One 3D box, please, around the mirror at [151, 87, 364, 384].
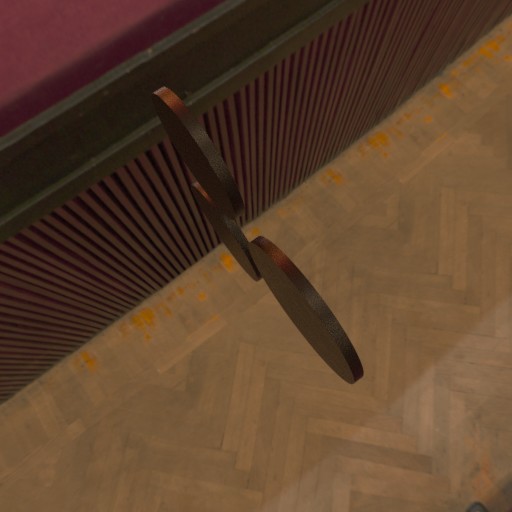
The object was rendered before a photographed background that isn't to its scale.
[{"bbox_3d":[0.000,0.000,3.272,0.076,2.096,2.160,-35,79,-8],"label":"mirror"}]
